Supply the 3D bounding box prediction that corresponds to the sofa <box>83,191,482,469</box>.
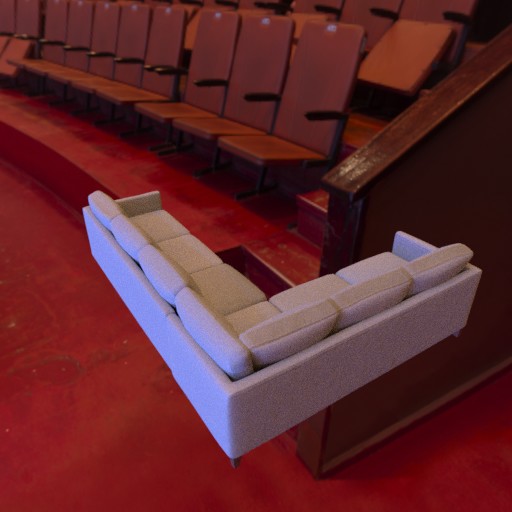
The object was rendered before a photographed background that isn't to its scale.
[{"bbox_3d":[0.000,0.000,4.505,2.592,0.947,3.301,-19,35,-28],"label":"sofa"}]
